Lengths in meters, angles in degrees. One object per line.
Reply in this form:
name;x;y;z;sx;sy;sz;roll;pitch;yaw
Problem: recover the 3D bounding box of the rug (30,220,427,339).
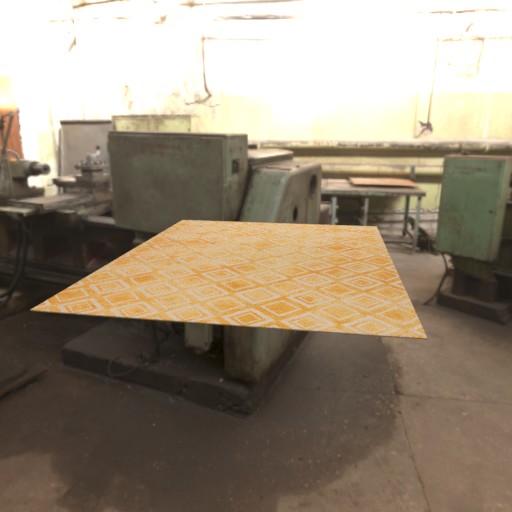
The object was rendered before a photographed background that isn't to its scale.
rug;0.000;0.000;4.079;2.433;0.011;3.037;3;16;9
